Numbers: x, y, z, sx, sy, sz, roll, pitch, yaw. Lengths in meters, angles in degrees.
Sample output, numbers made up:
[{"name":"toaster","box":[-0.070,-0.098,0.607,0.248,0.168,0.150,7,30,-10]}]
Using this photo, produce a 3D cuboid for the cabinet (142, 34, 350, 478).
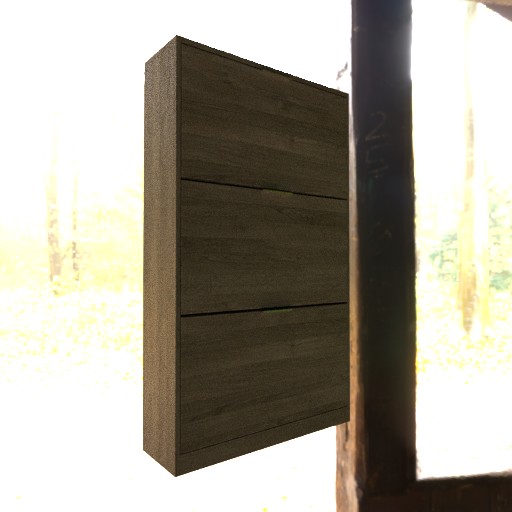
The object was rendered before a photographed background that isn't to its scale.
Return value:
[{"name":"cabinet","box":[0.000,0.000,1.593,0.750,1.280,0.250,1,-1,-37]}]
